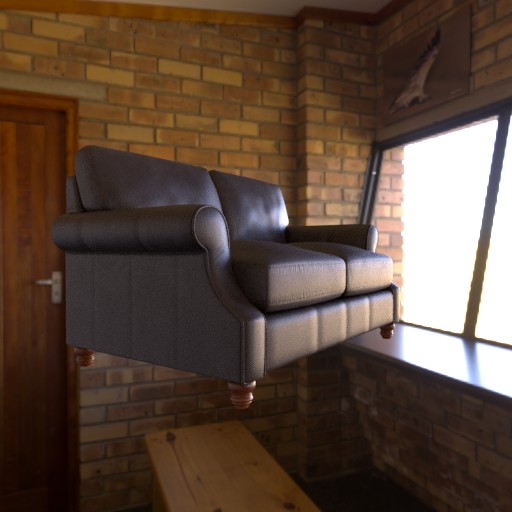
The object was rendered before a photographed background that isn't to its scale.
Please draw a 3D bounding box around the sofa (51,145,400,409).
[{"bbox_3d":[0.000,0.000,2.297,1.030,0.979,1.663,1,1,36],"label":"sofa"}]
